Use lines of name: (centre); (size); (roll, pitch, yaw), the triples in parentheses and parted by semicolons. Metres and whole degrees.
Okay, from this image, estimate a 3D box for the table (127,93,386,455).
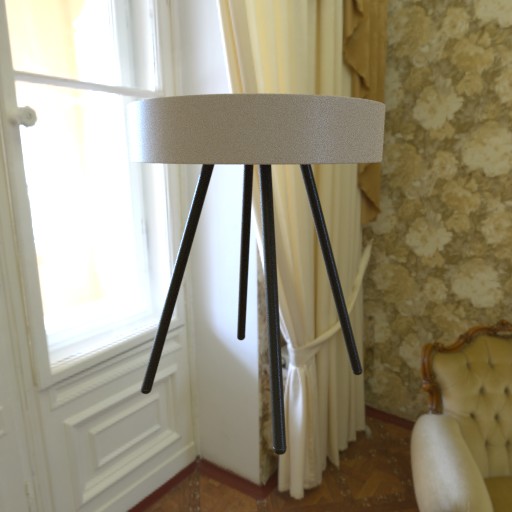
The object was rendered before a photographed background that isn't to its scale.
table: (0.000, 0.000, 0.830); (0.450, 0.525, 0.450); (0, 13, 0)
